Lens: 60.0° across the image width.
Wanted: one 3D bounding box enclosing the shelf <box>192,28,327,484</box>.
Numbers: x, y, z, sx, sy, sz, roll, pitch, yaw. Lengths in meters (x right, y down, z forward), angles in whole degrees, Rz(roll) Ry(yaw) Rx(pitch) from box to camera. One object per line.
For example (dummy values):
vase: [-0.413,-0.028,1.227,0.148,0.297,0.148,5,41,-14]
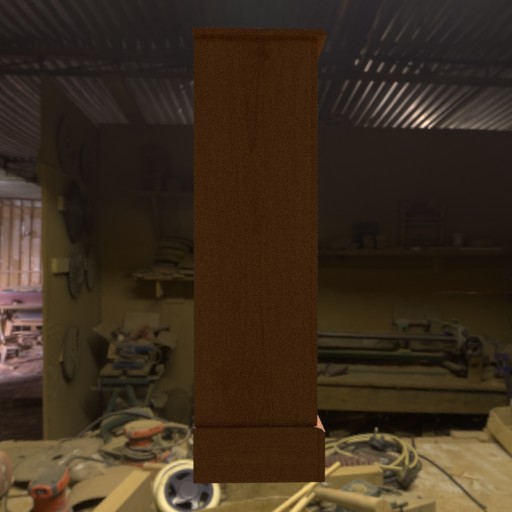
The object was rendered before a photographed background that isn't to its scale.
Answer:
shelf: [0.000,0.000,1.373,0.291,0.980,0.840,0,0,-1]
